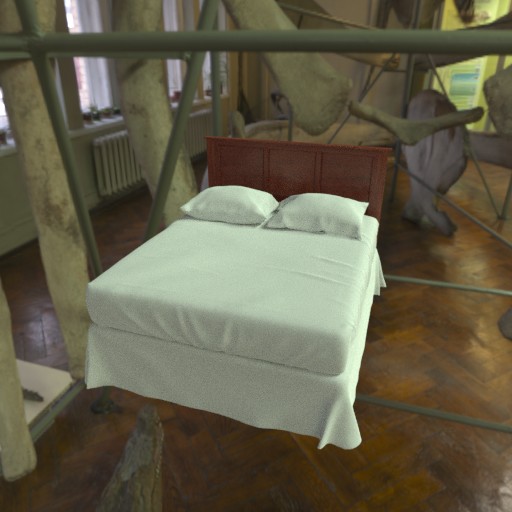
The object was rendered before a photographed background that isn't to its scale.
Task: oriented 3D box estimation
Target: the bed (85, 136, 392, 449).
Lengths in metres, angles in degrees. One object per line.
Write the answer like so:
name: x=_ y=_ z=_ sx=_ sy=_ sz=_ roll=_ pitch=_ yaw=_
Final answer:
bed: x=0.000 y=0.000 z=3.237 sx=1.870 sy=1.270 sz=2.050 roll=8 pitch=27 yaw=17
